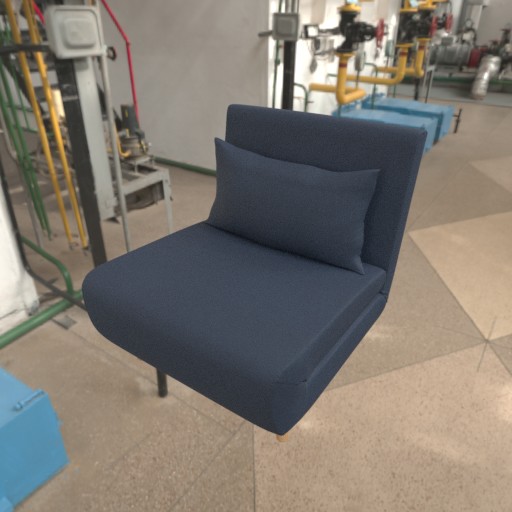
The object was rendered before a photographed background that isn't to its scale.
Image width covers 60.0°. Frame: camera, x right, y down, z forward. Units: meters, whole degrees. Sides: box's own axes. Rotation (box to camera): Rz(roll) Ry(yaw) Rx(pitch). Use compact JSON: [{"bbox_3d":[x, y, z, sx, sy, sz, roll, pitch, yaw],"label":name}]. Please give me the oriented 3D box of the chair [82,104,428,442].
[{"bbox_3d":[0.000,0.000,1.495,0.770,0.808,0.900,19,35,30],"label":"chair"}]
